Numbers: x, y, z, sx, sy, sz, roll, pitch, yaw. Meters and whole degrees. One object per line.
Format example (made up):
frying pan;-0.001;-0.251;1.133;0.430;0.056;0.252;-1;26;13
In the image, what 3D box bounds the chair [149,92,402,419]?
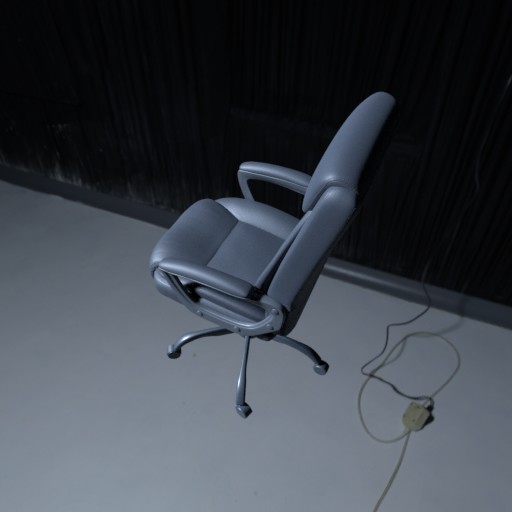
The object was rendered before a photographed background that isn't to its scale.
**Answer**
chair;0.000;0.000;1.460;0.655;1.072;0.615;18;49;17
